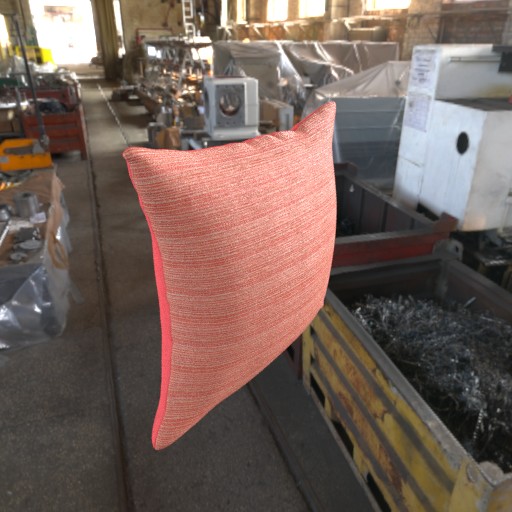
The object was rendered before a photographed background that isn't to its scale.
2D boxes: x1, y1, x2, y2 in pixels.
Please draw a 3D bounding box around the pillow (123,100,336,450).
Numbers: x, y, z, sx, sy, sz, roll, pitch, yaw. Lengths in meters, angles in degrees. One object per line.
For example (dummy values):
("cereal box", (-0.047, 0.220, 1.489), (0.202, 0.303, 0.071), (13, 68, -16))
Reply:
("pillow", (0.000, 0.000, 0.826), (0.229, 0.501, 0.559), (18, 31, 32))
